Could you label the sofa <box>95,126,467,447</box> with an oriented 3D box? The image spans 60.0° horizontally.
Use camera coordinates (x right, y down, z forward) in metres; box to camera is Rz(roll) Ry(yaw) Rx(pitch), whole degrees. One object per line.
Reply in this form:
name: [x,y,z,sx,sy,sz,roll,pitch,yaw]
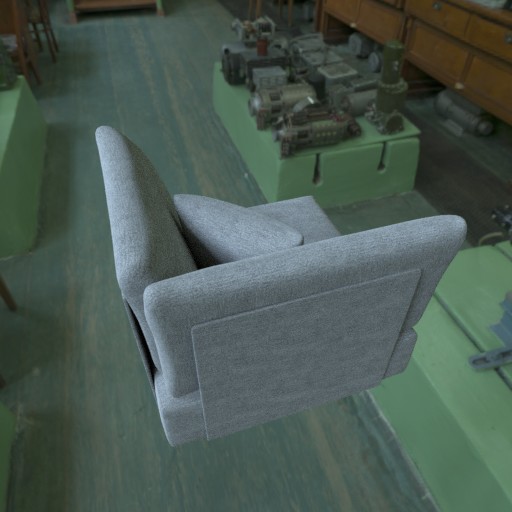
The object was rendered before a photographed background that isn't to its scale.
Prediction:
sofa: [0.000,0.000,1.755,1.000,0.820,1.000,-13,44,-14]
